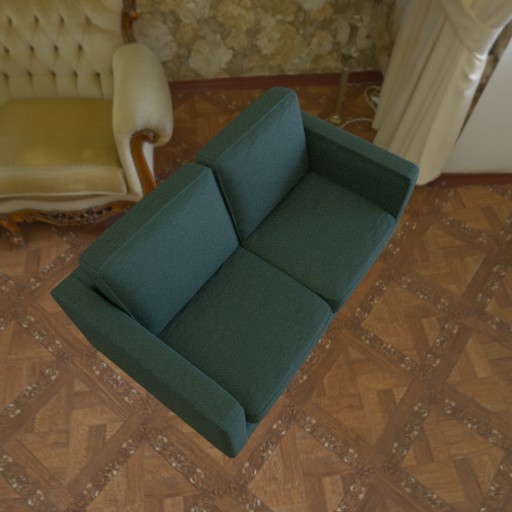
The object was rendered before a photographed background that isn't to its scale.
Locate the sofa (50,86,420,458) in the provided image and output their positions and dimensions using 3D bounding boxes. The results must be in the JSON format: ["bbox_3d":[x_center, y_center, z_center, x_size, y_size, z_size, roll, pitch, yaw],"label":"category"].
[{"bbox_3d":[0.000,0.000,2.021,0.879,0.899,1.430,32,62,19],"label":"sofa"}]
